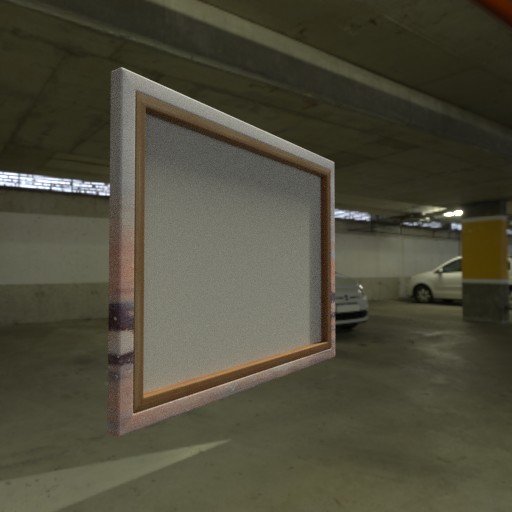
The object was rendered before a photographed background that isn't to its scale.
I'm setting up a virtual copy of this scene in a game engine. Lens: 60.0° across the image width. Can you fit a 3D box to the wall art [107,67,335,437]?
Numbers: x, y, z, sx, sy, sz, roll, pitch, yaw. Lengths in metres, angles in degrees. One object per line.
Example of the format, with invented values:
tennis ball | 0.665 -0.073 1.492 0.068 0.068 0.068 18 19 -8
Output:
wall art | 0.000 0.000 1.332 0.038 0.763 1.015 -1 -2 35
